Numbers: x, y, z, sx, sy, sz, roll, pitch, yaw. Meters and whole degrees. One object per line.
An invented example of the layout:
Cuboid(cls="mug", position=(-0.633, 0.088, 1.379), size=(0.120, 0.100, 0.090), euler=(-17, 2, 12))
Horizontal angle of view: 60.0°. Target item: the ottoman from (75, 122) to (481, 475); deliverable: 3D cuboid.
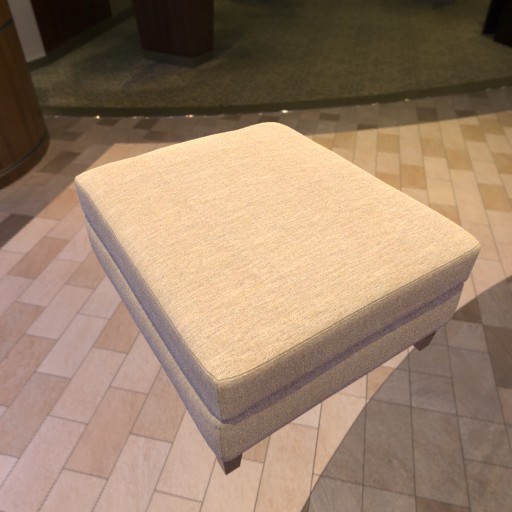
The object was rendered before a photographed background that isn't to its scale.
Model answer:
Cuboid(cls="ottoman", position=(0.000, 0.000, 1.423), size=(0.836, 0.492, 0.976), euler=(-23, 45, -25))
